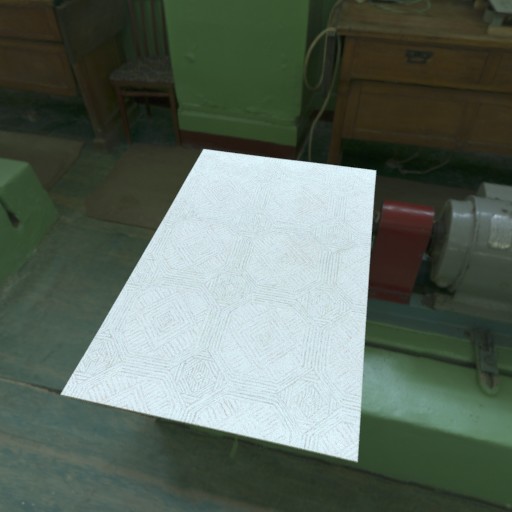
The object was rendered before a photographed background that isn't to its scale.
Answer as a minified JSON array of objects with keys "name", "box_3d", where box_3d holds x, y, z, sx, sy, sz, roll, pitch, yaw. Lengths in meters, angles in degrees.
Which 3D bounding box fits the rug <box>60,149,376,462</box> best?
[{"name":"rug","box_3d":[0.000,0.000,3.016,1.524,0.008,2.440,9,46,9]}]
